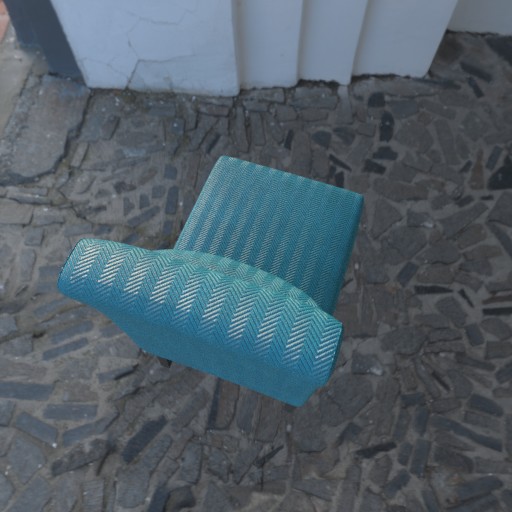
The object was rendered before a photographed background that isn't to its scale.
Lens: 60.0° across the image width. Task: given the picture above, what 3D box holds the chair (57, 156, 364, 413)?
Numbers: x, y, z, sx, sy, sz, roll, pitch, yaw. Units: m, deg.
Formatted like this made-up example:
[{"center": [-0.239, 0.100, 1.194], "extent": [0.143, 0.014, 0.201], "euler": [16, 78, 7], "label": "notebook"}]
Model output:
[{"center": [0.000, 0.000, 1.386], "extent": [0.579, 0.927, 0.808], "euler": [18, 65, 8], "label": "chair"}]
